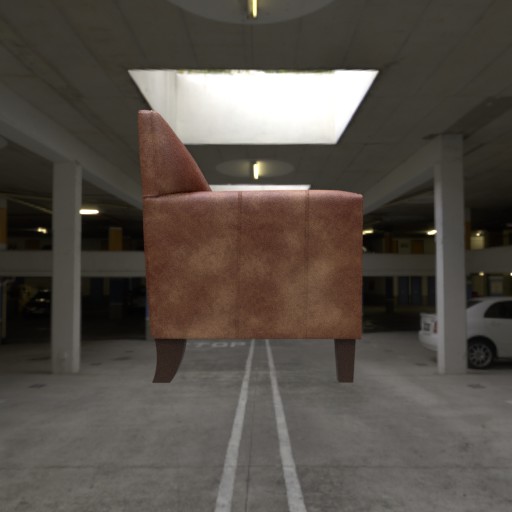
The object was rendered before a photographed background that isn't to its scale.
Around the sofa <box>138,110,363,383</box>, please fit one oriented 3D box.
[{"bbox_3d":[0.000,0.000,2.504,0.805,0.947,2.053,0,-2,0],"label":"sofa"}]
